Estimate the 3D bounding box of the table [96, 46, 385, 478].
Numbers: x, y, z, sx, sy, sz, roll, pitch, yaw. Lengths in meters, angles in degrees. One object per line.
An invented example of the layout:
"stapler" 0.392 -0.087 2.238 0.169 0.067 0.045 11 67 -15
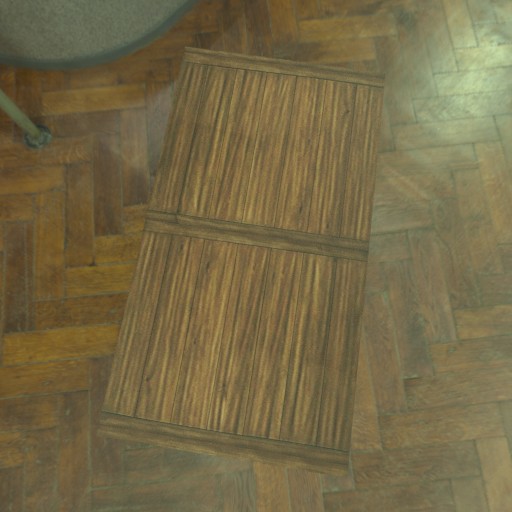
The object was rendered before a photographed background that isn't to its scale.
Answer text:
"table" 0.000 0.000 2.488 1.071 0.793 1.966 9 76 2
